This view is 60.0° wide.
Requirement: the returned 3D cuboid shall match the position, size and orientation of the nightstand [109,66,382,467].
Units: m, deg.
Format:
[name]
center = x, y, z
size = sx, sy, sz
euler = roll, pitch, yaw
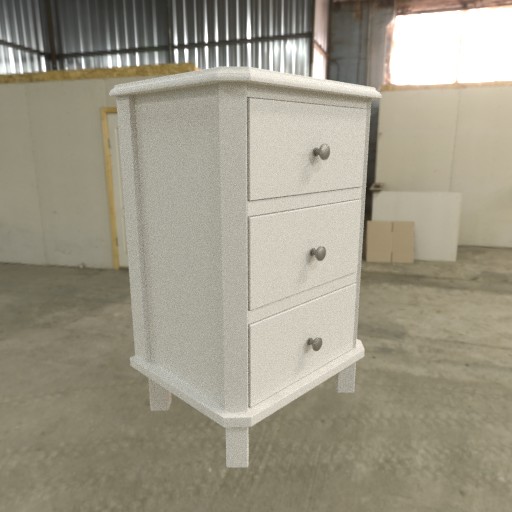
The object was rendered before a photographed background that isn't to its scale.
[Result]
[nightstand]
center = 0.000, 0.000, 0.948
size = 0.351, 0.681, 0.435
euler = 14, 20, 43
